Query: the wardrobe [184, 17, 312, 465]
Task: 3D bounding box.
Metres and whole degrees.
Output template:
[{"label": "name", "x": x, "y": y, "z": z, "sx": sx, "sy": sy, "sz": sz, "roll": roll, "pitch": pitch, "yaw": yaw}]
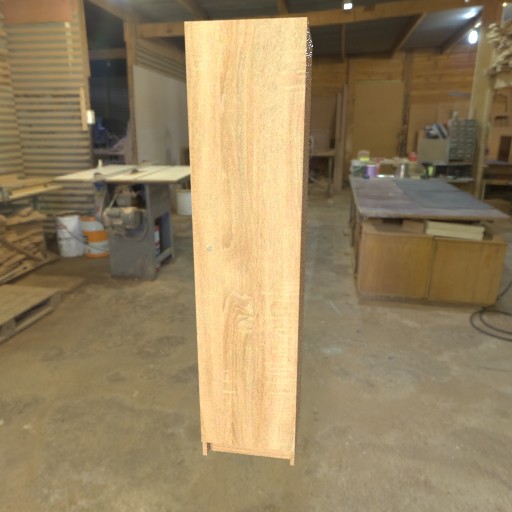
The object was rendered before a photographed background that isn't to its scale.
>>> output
[{"label": "wardrobe", "x": 0.000, "y": 0.000, "z": 2.327, "sx": 0.496, "sy": 2.117, "sz": 0.588, "roll": 3, "pitch": 17, "yaw": 9}]
